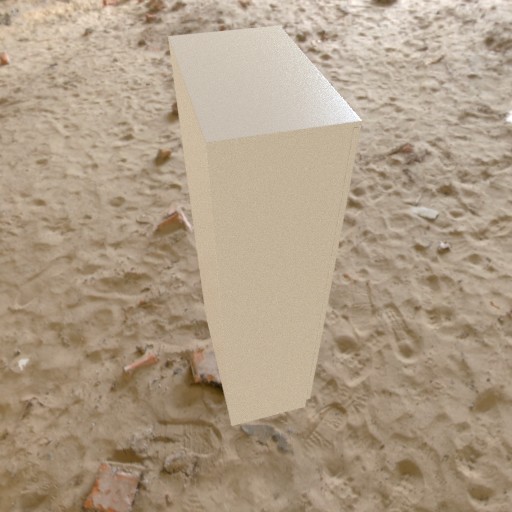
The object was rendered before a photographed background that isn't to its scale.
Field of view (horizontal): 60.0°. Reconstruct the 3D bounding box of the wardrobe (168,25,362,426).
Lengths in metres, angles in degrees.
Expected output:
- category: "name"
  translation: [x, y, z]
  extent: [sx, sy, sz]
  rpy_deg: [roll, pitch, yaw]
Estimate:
- category: "wardrobe"
  translation: [0.000, 0.000, 2.033]
  extent: [0.470, 1.700, 0.760]
  rpy_deg: [-11, 47, -10]
